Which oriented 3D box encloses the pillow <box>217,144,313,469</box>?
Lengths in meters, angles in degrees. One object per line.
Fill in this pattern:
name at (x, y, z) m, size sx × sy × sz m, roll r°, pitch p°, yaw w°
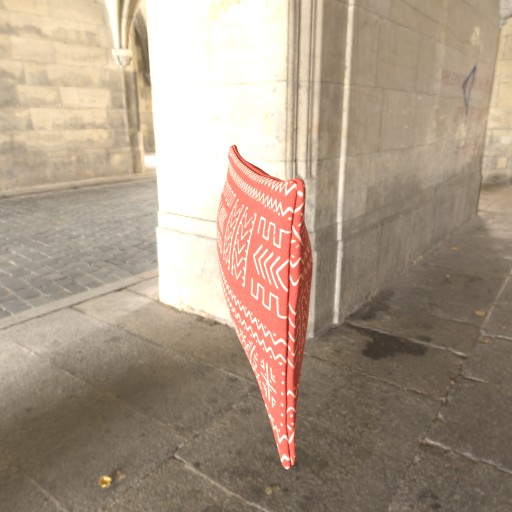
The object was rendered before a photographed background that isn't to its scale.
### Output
pillow at (0.000, 0.000, 0.789) m, size 0.130 × 0.352 × 0.640 m, roll -3°, pitch 17°, yaw -9°
